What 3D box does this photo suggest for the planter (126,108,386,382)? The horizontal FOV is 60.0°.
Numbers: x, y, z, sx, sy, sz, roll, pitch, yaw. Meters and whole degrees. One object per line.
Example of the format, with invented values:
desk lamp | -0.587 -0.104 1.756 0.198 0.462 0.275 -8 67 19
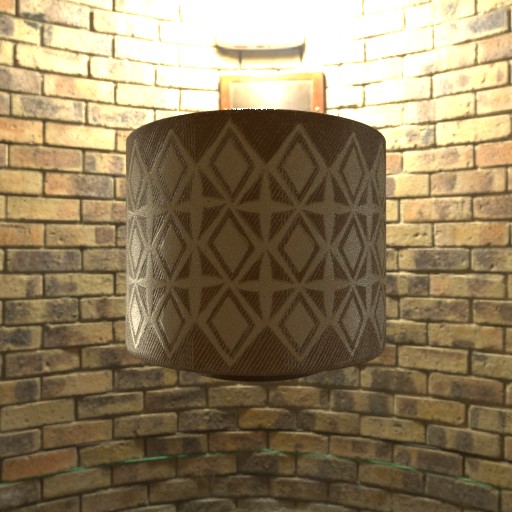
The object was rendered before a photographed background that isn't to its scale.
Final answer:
planter | 0.000 0.000 0.343 0.193 0.165 0.193 0 0 0
